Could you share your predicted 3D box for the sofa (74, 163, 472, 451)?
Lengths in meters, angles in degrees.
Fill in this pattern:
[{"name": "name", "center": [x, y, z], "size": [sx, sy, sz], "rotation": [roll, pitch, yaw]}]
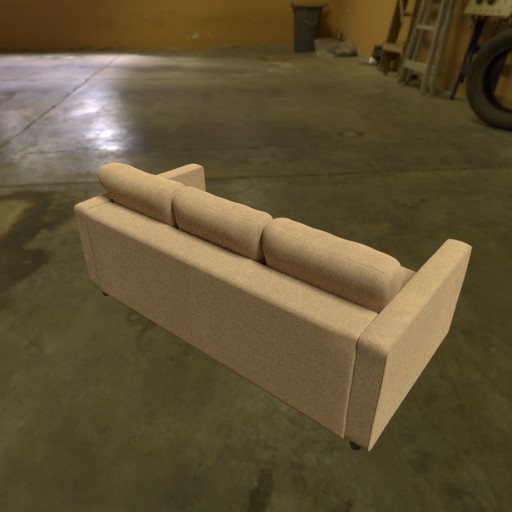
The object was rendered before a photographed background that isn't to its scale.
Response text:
[{"name": "sofa", "center": [0.000, 0.000, 2.339], "size": [1.855, 0.800, 0.930], "rotation": [22, 37, 33]}]
